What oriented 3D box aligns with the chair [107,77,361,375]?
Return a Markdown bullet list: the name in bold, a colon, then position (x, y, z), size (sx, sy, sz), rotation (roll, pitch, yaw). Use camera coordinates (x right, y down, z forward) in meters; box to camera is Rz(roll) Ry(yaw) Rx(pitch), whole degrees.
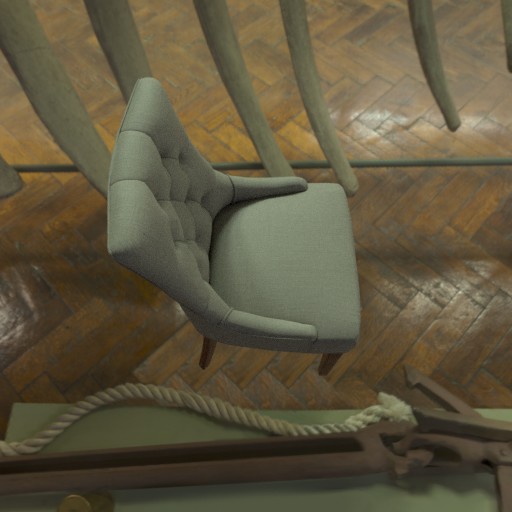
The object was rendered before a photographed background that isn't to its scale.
- **chair**: position (0.000, 0.000, 1.240), size (0.565, 0.874, 0.509), rotation (0, 63, 0)
